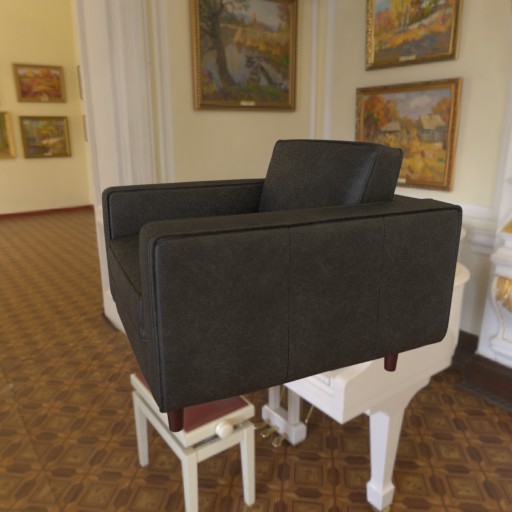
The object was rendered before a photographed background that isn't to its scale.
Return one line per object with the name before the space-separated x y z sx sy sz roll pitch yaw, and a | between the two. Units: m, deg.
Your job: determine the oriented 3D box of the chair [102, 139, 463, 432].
chair | 0.000 0.000 1.508 0.914 0.763 0.889 -7 17 -24
